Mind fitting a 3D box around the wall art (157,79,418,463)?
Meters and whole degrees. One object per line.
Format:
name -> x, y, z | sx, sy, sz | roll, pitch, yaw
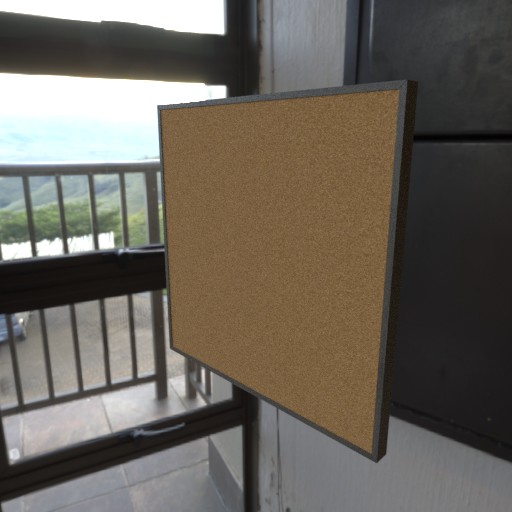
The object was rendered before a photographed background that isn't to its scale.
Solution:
wall art -> 0.000, 0.000, 1.112 | 0.758, 0.758, 0.039 | 14, 20, 43
